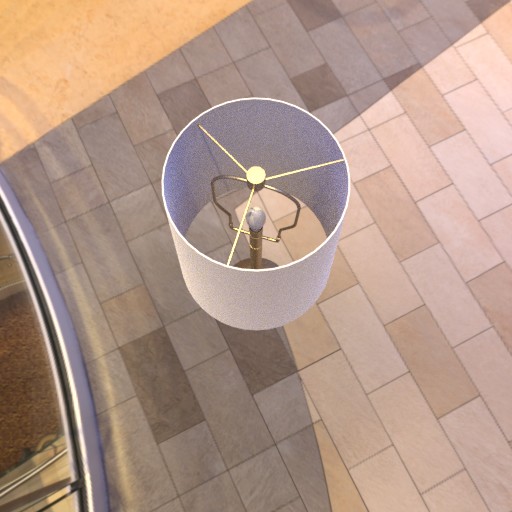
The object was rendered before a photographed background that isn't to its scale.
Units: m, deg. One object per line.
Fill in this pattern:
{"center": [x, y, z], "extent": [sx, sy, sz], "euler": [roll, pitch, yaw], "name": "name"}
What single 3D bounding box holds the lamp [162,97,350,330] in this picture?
{"center": [0.000, 0.000, 0.688], "extent": [0.231, 0.569, 0.231], "euler": [0, 75, 0], "name": "lamp"}
